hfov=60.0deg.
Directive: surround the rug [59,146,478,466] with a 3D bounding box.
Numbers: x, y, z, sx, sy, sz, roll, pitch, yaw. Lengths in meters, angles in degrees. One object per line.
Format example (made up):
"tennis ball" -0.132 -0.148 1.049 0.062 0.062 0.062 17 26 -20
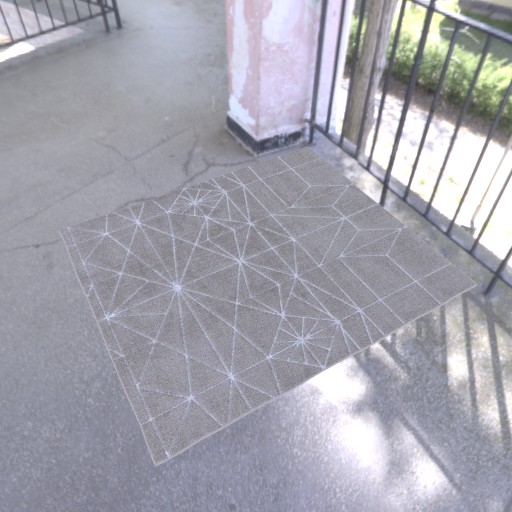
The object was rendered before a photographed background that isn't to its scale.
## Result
"rug" 0.000 0.000 0.876 0.639 0.006 0.548 -23 50 -21
